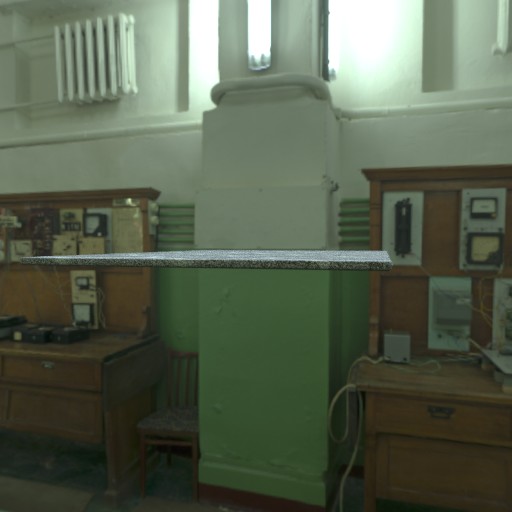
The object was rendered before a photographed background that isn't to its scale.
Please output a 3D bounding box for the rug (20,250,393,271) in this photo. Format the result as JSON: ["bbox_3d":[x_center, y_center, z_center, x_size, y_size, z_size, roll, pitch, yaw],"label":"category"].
[{"bbox_3d":[0.000,0.000,2.080,1.200,0.025,1.600,0,2,16],"label":"rug"}]
